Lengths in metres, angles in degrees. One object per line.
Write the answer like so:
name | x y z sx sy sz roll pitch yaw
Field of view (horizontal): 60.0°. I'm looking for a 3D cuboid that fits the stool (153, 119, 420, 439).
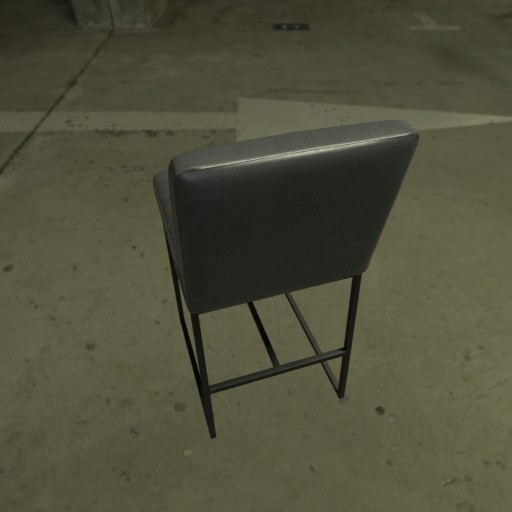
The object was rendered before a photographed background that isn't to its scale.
stool | 0.000 0.000 1.225 0.457 0.938 0.552 -12 43 -14
